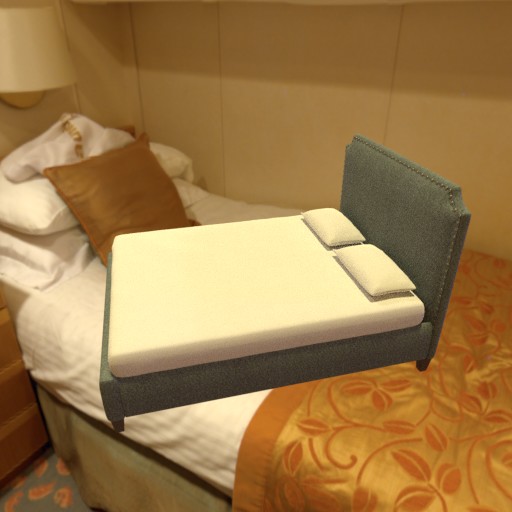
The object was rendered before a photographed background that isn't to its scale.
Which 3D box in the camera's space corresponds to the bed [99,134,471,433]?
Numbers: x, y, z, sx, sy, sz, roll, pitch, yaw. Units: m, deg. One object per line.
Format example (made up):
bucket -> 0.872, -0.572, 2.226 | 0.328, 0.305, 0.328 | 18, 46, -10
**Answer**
bed -> 0.000, 0.000, 3.472 | 2.372, 1.443, 1.712 | -7, 30, -13
